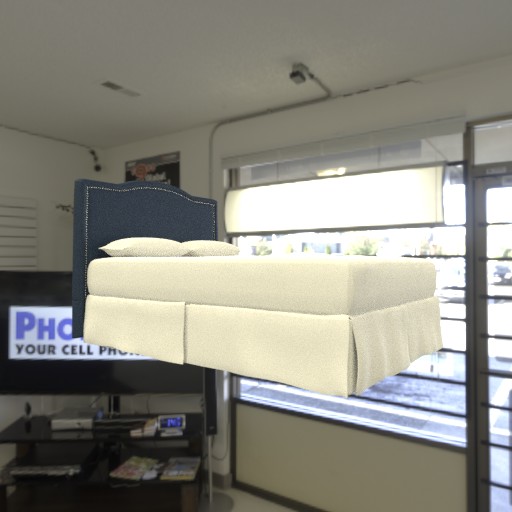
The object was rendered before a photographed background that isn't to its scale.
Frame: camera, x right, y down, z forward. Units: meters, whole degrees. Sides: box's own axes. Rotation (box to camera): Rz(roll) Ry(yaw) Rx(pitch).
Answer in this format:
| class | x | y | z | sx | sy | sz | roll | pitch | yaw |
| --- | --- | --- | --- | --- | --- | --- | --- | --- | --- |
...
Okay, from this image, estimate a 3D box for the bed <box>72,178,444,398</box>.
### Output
| class | x | y | z | sx | sy | sz | roll | pitch | yaw |
| --- | --- | --- | --- | --- | --- | --- | --- | --- | --- |
| bed | 0.000 | 0.000 | 3.577 | 2.507 | 1.441 | 1.741 | 0 | -1 | 37 |
